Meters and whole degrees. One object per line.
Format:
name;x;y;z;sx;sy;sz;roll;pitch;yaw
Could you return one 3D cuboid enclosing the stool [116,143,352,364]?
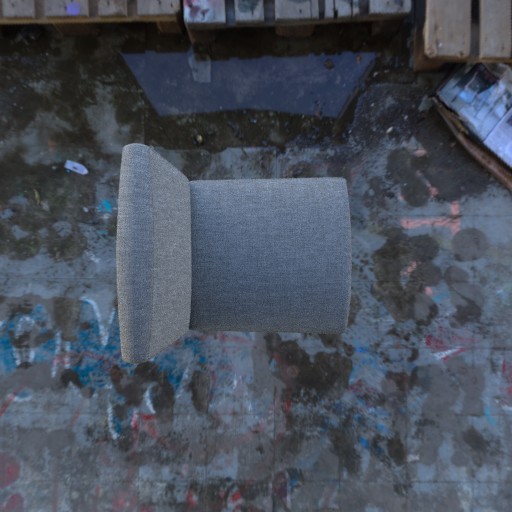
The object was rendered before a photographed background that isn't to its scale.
stool;0.000;0.000;1.417;0.552;1.138;0.451;0;89;-1
